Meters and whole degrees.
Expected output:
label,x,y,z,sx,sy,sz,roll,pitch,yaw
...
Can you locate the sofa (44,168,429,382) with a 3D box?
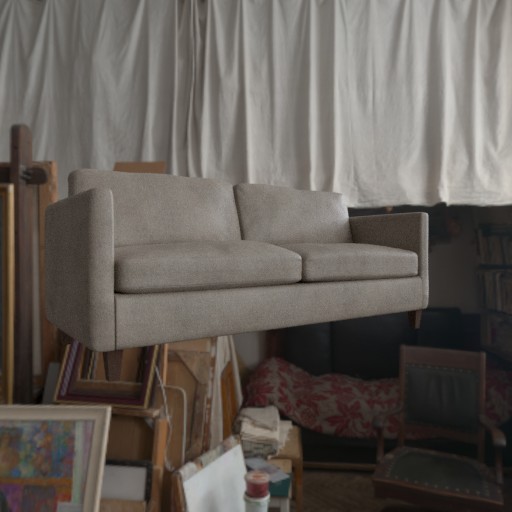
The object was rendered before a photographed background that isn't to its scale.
label,x,y,z,sx,sy,sz,roll,pitch,yaw
sofa,0.000,0.000,2.683,2.208,0.965,0.951,-1,1,-35
